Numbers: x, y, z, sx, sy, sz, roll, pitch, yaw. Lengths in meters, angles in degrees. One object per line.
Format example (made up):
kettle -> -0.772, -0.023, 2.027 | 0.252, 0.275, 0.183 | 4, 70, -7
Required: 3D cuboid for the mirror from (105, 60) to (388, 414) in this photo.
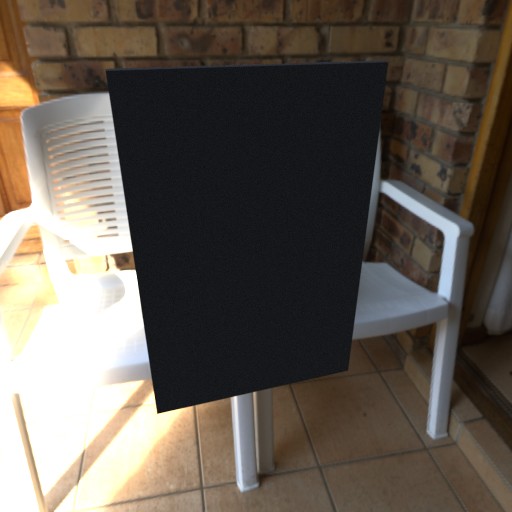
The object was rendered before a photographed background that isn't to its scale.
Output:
mirror -> 0.000, 0.000, 1.148 | 0.606, 0.912, 0.044 | -8, 30, -15
